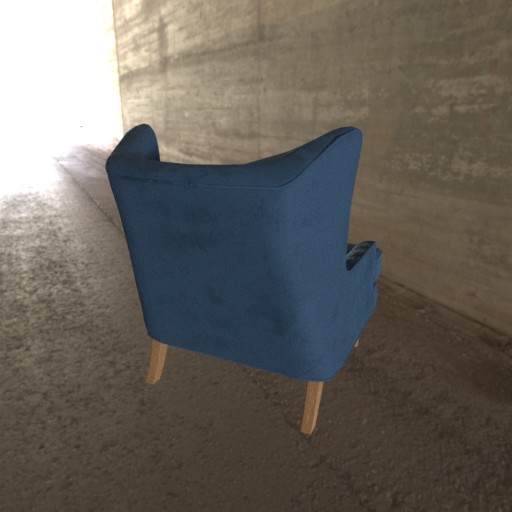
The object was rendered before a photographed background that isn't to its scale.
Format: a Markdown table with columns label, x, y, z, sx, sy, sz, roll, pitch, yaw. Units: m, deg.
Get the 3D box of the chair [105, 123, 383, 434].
| label | x | y | z | sx | sy | sz | roll | pitch | yaw |
| --- | --- | --- | --- | --- | --- | --- | --- | --- | --- |
| chair | 0.000 | 0.000 | 1.664 | 0.793 | 0.952 | 0.910 | 9 | 20 | 25 |
